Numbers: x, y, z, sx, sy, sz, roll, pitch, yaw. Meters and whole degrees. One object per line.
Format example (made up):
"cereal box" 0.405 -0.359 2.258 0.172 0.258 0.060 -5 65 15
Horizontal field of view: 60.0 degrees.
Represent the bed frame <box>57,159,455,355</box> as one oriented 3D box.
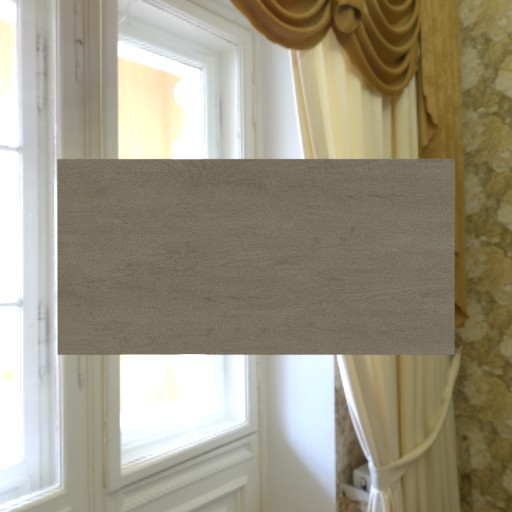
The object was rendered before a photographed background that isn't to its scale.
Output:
"bed frame" 0.000 0.000 2.789 1.622 0.800 1.960 0 0 0
